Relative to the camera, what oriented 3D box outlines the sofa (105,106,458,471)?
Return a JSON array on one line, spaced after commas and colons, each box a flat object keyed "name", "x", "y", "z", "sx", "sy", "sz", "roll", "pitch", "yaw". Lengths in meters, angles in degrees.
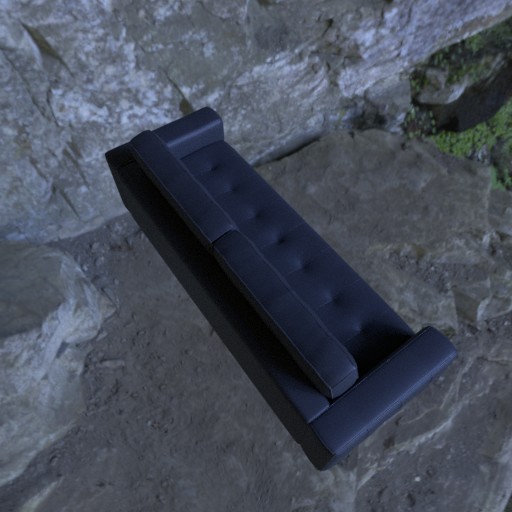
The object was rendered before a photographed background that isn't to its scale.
[{"name": "sofa", "x": 0.000, "y": 0.000, "z": 2.651, "sx": 0.833, "sy": 0.893, "sz": 2.275, "roll": -31, "pitch": 62, "yaw": -19}]
